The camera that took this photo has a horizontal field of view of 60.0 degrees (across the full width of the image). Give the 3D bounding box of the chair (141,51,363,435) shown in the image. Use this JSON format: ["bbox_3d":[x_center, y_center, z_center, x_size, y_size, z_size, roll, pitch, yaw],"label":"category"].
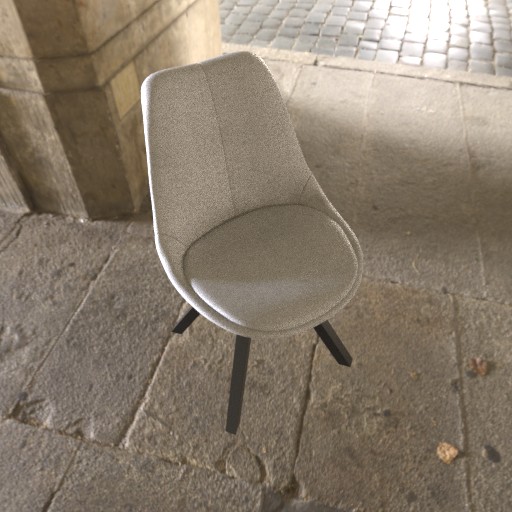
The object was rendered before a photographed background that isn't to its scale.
[{"bbox_3d":[0.000,0.000,1.179,0.485,0.850,0.550,-24,52,-21],"label":"chair"}]
